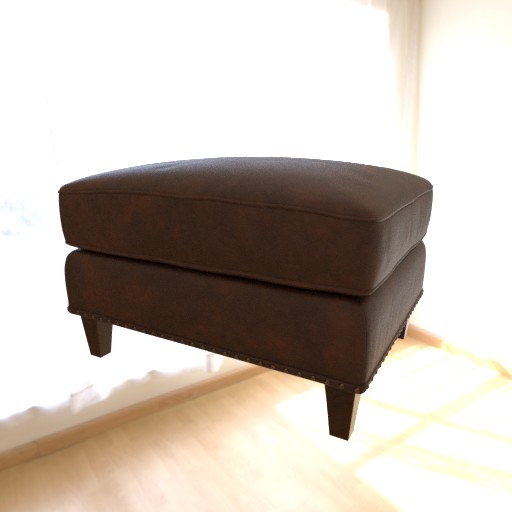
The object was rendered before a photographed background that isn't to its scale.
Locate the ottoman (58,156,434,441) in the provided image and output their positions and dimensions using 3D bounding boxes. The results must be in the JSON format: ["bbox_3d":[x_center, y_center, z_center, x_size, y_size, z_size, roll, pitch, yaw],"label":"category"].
[{"bbox_3d":[0.000,0.000,1.113,0.742,0.486,0.586,8,17,28],"label":"ottoman"}]
